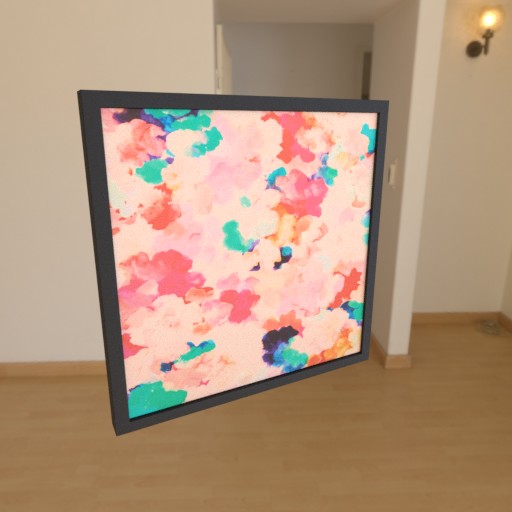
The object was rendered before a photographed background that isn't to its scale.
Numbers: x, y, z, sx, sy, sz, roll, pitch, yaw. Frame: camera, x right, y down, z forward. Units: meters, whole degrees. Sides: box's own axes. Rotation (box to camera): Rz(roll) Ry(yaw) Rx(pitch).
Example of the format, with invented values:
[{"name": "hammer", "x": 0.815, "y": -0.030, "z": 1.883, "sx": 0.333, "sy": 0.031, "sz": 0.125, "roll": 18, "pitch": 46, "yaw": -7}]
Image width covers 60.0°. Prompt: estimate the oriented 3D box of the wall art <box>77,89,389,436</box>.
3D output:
[{"name": "wall art", "x": 0.000, "y": 0.000, "z": 0.743, "sx": 0.506, "sy": 0.503, "sz": 0.036, "roll": -8, "pitch": 18, "yaw": -27}]
